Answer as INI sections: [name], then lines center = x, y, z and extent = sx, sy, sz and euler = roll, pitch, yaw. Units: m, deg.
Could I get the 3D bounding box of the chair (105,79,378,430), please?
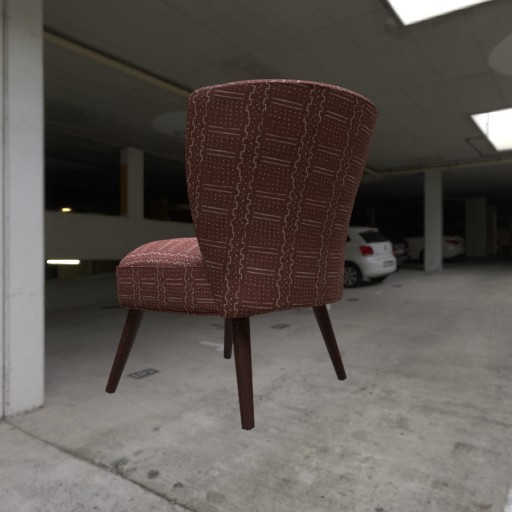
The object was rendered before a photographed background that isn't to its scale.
[chair]
center = 0.000, 0.000, 1.413
extent = 0.758, 0.866, 0.706
euler = 0, 0, 36
